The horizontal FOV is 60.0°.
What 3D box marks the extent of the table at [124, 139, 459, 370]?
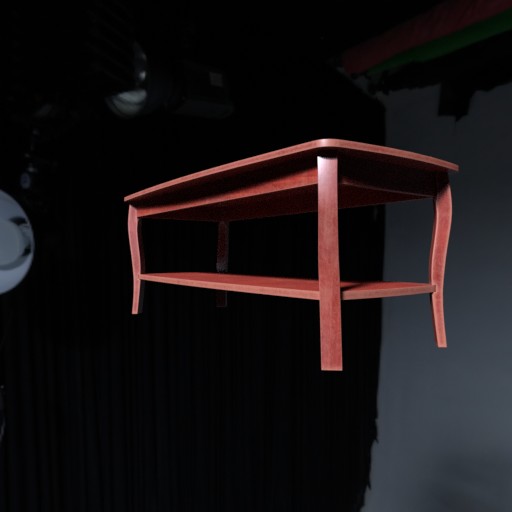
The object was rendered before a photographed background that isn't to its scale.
[{"bbox_3d":[0.000,0.000,1.500,0.561,0.473,1.216,0,0,-36],"label":"table"}]
